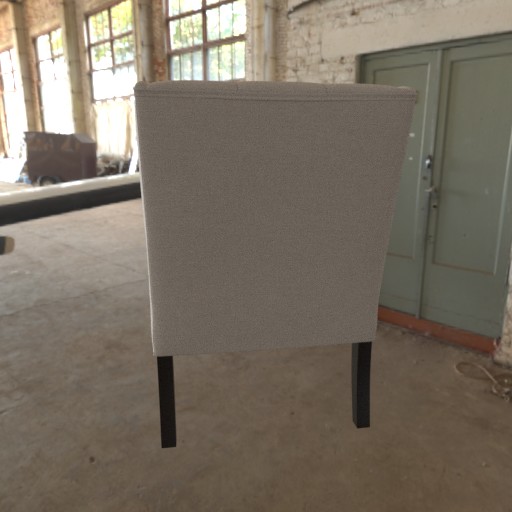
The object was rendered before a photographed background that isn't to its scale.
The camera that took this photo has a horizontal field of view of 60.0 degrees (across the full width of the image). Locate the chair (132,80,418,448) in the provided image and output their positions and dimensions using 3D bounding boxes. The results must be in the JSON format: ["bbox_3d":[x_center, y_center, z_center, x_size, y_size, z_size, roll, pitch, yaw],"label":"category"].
[{"bbox_3d":[0.000,0.000,1.252,0.569,0.853,0.676,-2,14,-9],"label":"chair"}]
